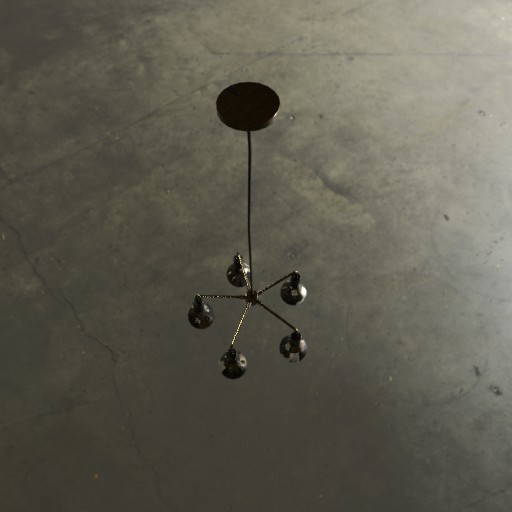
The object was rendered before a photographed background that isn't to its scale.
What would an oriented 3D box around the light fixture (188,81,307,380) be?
[{"bbox_3d":[0.000,0.000,1.175,0.421,0.988,0.438,34,65,18],"label":"light fixture"}]
